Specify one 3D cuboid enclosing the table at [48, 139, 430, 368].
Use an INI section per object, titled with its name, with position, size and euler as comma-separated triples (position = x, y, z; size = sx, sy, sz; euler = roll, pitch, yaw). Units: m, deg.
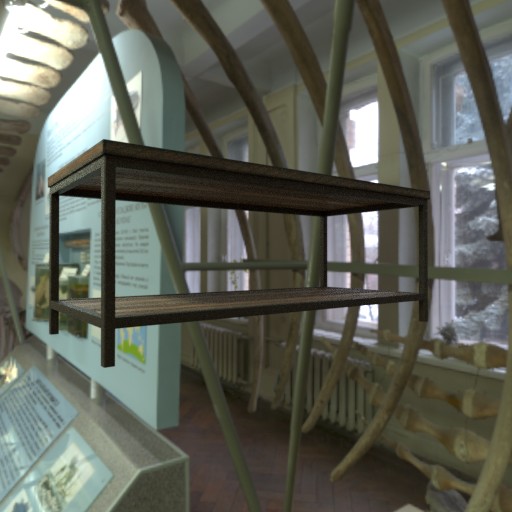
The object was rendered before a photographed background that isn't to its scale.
[table]
position = 0.000, 0.000, 1.243
size = 0.990, 0.399, 0.452
euler = 0, -1, -36
